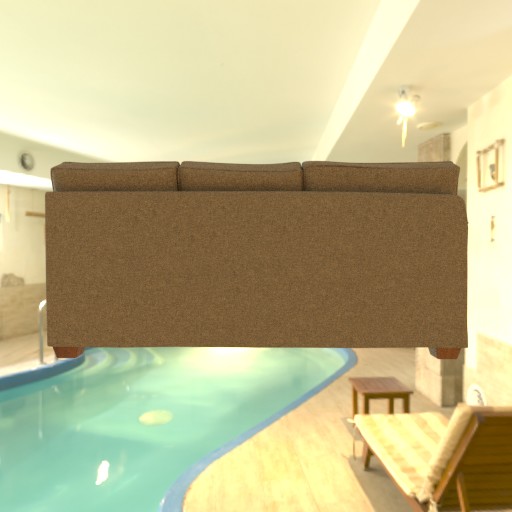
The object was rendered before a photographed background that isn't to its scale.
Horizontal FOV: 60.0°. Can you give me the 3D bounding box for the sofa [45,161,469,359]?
[{"bbox_3d":[0.000,0.000,2.523,1.963,0.946,1.034,0,1,0],"label":"sofa"}]
